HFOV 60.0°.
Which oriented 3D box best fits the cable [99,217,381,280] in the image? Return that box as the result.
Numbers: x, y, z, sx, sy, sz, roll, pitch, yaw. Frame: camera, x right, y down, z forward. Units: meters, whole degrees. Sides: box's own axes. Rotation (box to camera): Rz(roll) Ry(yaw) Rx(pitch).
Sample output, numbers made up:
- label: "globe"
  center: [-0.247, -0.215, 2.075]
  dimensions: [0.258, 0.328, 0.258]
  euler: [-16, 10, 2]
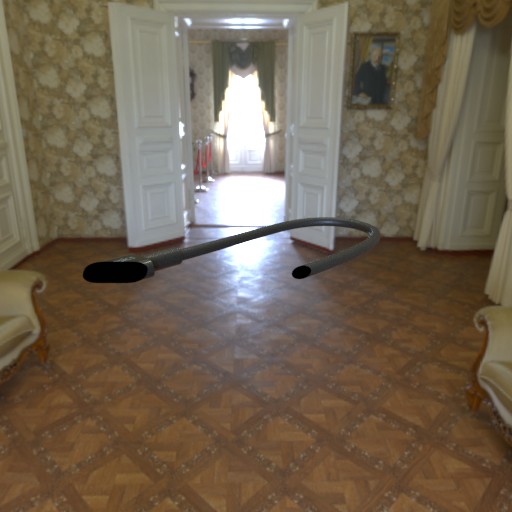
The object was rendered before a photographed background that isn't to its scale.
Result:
- label: "cable"
  center: [0.000, 0.000, 0.112]
  dimensions: [0.040, 0.006, 0.098]
  euler: [15, 23, 40]
